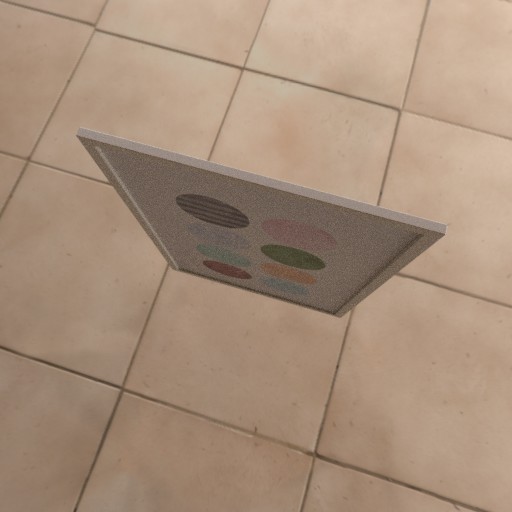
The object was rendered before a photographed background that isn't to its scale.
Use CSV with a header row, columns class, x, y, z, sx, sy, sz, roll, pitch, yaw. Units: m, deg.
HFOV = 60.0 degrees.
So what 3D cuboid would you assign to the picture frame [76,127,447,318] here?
class,x,y,z,sx,sy,sz,roll,pitch,yaw
picture frame,0.000,0.000,0.843,0.457,0.657,0.013,16,74,5
